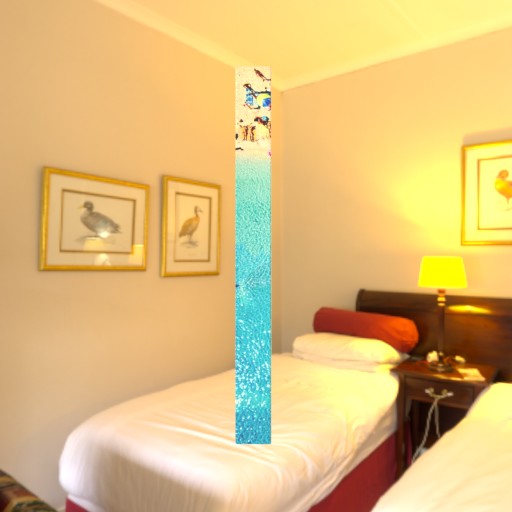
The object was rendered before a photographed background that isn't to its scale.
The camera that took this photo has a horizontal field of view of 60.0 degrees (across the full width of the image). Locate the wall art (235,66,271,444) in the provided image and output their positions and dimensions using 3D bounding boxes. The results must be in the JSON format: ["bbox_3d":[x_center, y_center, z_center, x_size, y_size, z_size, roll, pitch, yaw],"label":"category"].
[{"bbox_3d":[0.000,0.000,0.779,0.039,0.406,0.609,0,0,1],"label":"wall art"}]
